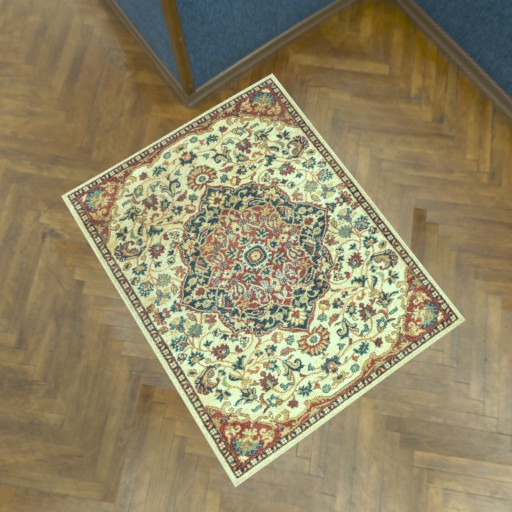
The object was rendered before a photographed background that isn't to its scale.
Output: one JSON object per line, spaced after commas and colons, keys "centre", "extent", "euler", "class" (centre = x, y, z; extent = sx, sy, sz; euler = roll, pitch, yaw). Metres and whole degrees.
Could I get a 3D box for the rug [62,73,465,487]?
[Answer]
{"centre": [0.000, 0.000, 4.109], "extent": [2.454, 0.005, 3.067], "euler": [-33, 78, -8], "class": "rug"}
